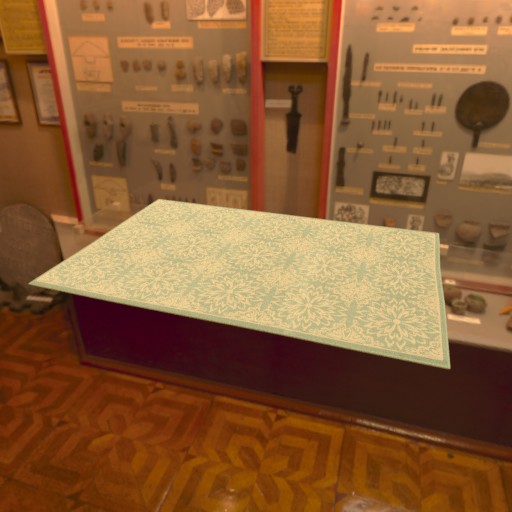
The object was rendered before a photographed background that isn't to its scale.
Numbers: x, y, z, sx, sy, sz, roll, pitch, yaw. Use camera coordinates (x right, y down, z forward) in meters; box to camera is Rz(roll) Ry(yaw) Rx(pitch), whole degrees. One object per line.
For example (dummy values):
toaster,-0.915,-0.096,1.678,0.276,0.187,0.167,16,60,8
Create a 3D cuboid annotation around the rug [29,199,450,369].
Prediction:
rug,0.000,0.000,3.468,2.746,0.018,1.819,9,28,16
